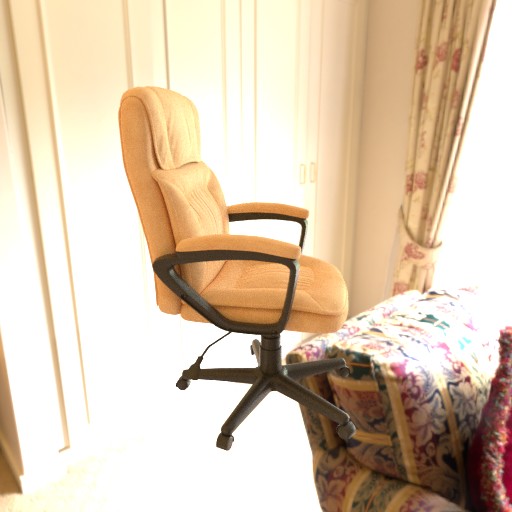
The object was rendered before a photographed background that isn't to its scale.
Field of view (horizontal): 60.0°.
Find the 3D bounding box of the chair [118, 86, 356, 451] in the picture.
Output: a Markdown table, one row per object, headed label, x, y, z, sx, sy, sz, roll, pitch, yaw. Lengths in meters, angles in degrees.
| label | x | y | z | sx | sy | sz | roll | pitch | yaw |
| --- | --- | --- | --- | --- | --- | --- | --- | --- | --- |
| chair | 0.000 | 0.000 | 1.541 | 0.724 | 1.105 | 0.667 | 2 | 16 | 9 |
